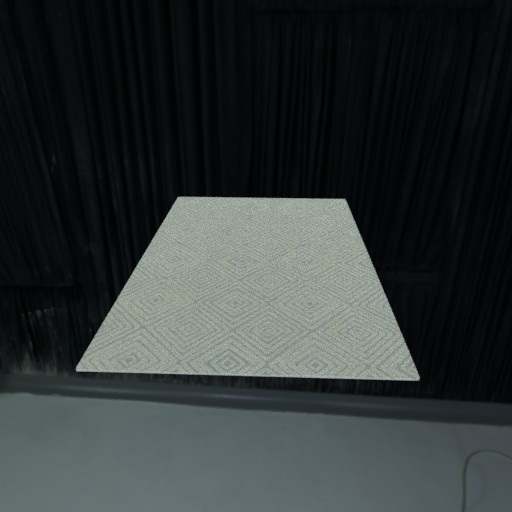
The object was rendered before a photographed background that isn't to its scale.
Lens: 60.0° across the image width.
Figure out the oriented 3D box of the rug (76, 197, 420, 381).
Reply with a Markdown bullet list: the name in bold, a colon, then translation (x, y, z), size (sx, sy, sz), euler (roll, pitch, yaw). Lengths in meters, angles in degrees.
- **rug**: translation (0.000, 0.000, 2.249), size (1.143, 0.008, 1.753), euler (1, 27, 2)
